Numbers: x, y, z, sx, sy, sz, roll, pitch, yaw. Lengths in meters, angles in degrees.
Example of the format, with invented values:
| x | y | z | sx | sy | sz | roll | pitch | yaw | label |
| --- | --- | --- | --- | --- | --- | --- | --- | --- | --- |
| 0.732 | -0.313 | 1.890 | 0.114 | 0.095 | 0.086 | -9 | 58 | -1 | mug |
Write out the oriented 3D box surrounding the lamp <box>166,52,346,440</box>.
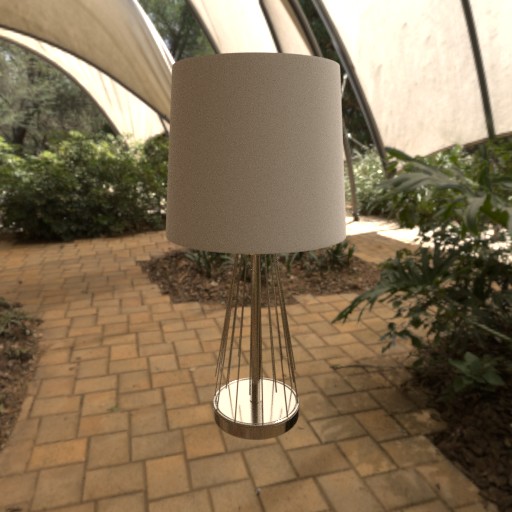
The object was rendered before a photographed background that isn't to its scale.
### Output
| x | y | z | sx | sy | sz | roll | pitch | yaw | label |
| --- | --- | --- | --- | --- | --- | --- | --- | --- | --- |
| 0.000 | 0.000 | 0.769 | 0.303 | 0.618 | 0.303 | 0 | 14 | 0 | lamp |
